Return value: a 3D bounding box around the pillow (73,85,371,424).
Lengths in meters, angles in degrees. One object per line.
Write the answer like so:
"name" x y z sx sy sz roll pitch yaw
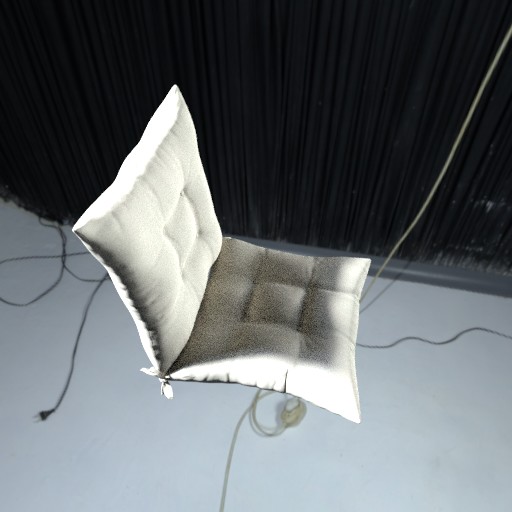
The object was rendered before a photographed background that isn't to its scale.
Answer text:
"pillow" 0.000 0.000 1.026 0.585 0.536 0.541 9 47 8
